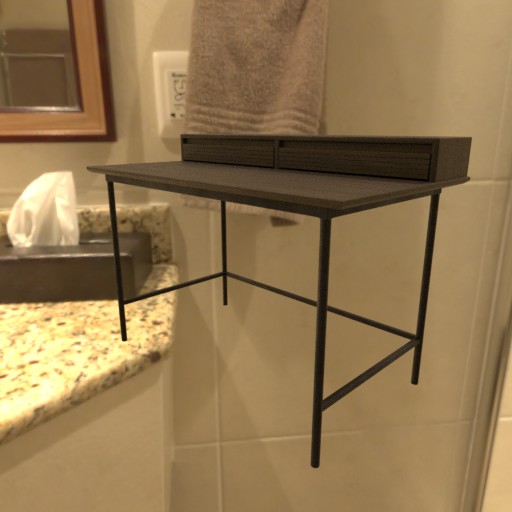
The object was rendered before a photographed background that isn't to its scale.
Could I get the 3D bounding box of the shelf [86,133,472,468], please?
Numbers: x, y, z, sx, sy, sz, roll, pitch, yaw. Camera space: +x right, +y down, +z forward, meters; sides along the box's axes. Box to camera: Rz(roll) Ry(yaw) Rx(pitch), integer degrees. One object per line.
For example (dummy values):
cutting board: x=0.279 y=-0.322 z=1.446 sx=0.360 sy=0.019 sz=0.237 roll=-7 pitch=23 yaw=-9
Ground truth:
shelf: x=0.000 y=0.000 z=1.653 sx=0.685 sy=0.865 sz=1.212 roll=-15 pitch=22 yaw=-42
